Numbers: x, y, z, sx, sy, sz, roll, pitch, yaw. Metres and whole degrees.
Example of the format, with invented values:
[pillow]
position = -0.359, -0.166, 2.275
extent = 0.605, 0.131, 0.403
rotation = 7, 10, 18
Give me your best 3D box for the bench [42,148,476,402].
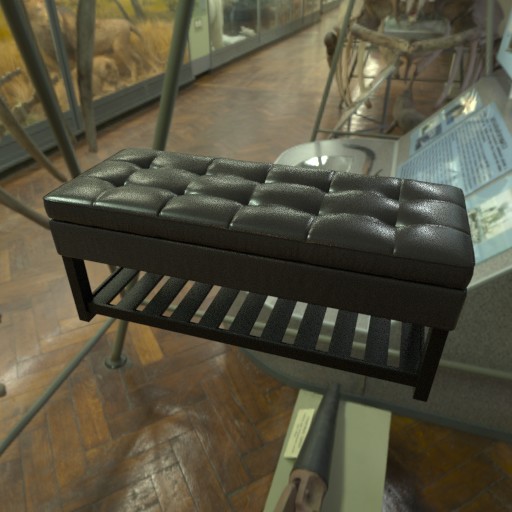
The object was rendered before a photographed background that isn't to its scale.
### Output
[bench]
position = 0.000, 0.000, 1.342
extent = 1.105, 0.460, 0.432
rotation = 10, 34, 15
